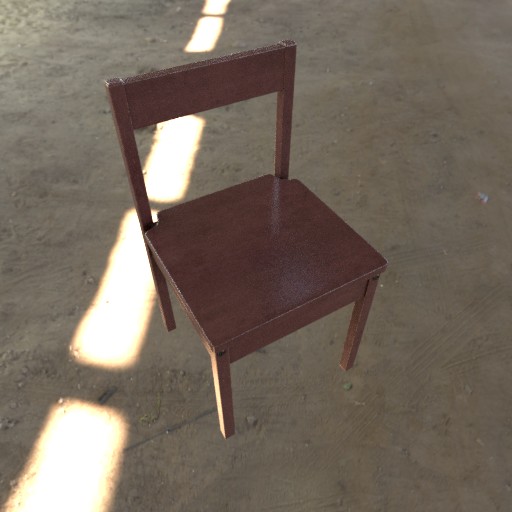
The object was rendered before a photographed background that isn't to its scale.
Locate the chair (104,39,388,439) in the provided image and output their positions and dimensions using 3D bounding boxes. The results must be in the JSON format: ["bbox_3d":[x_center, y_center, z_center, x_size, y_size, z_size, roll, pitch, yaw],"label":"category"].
[{"bbox_3d":[0.000,0.000,0.898,0.367,0.668,0.361,-23,50,-21],"label":"chair"}]
